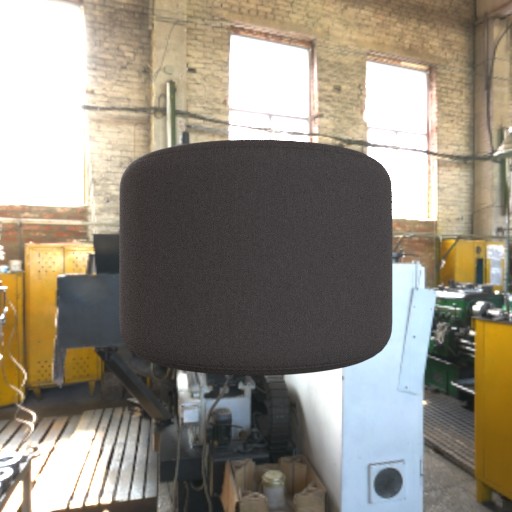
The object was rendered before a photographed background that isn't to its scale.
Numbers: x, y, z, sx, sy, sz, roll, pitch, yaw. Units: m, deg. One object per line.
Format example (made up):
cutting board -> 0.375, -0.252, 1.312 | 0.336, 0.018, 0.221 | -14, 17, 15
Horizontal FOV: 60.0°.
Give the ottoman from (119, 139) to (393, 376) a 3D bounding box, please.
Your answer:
ottoman -> 0.000, 0.000, 1.032 | 0.608, 0.433, 0.608 | 0, 0, 0
